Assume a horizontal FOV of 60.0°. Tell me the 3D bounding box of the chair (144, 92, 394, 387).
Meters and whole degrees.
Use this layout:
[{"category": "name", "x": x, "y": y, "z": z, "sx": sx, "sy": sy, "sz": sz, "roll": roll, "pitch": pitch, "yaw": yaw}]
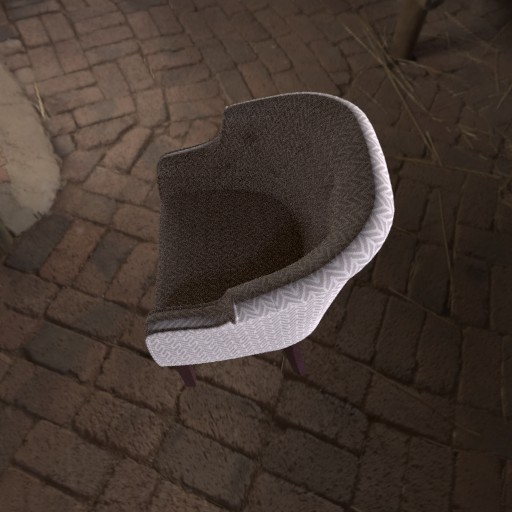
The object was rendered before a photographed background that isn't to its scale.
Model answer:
[{"category": "chair", "x": 0.000, "y": 0.000, "z": 1.361, "sx": 0.613, "sy": 0.858, "sz": 0.686, "roll": -3, "pitch": 57, "yaw": -2}]
